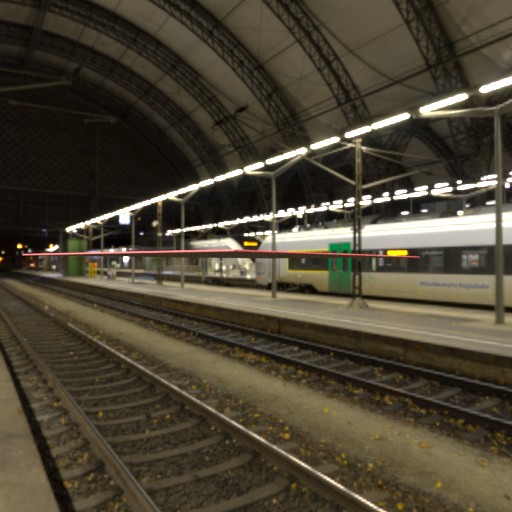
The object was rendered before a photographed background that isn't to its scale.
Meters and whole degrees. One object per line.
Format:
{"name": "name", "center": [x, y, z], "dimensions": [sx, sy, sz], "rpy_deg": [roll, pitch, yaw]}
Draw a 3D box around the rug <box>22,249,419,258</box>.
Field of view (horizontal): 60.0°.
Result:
{"name": "rug", "center": [0.000, 0.000, 3.058], "dimensions": [1.534, 0.010, 2.423], "rpy_deg": [-1, -1, 36]}
